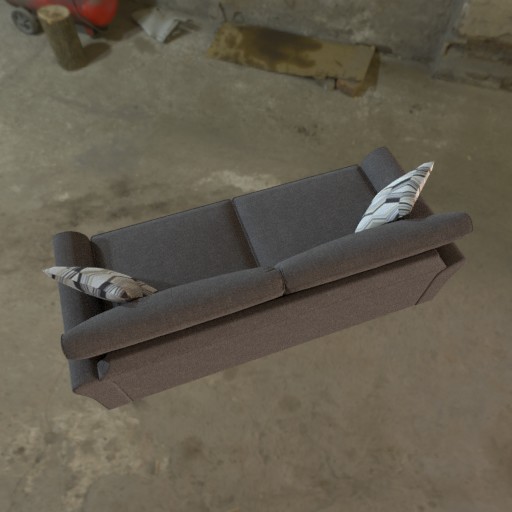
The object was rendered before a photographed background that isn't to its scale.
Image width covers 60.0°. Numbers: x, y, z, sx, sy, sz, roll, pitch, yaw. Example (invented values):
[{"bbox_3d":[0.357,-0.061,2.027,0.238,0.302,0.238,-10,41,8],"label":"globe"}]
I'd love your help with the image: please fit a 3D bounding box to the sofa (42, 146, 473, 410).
[{"bbox_3d":[0.000,0.000,2.412,2.032,0.813,0.889,-17,60,-10],"label":"sofa"}]
